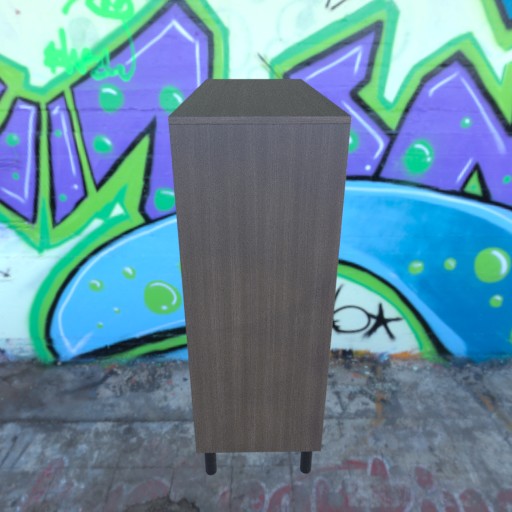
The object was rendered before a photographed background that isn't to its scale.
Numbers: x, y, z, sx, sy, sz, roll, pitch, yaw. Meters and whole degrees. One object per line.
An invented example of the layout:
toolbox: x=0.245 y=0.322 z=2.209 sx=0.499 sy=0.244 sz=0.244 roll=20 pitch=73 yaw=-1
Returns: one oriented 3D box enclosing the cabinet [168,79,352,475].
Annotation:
cabinet: x=0.000 y=0.000 z=1.675 sx=0.400 sy=1.170 sz=1.010 roll=0 pitch=26 yaw=-1
